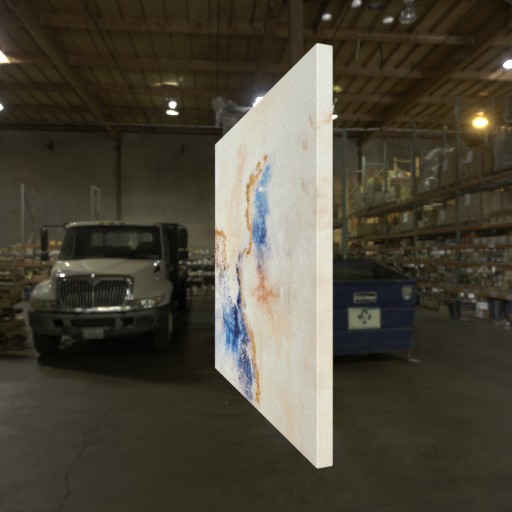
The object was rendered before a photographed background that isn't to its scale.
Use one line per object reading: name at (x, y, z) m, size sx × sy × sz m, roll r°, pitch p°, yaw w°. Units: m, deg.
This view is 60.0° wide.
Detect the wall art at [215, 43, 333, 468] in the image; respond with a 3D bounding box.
wall art at (0.000, 0.000, 1.350) m, size 0.038 × 0.889 × 0.889 m, roll 0°, pitch 0°, yaw -19°
